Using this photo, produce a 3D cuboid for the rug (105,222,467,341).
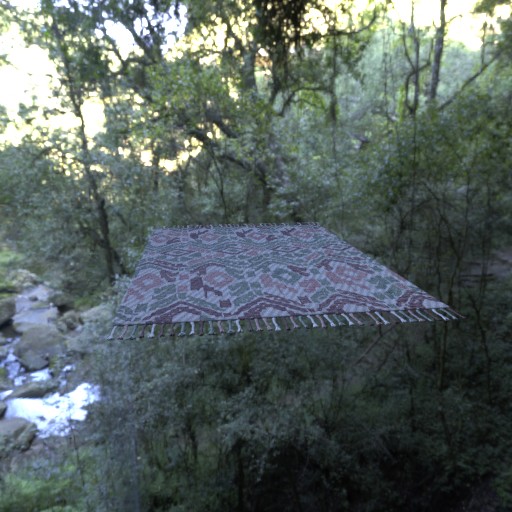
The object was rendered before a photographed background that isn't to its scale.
[{"bbox_3d":[0.000,0.000,2.930,1.524,0.011,2.438,-2,14,-8],"label":"rug"}]
